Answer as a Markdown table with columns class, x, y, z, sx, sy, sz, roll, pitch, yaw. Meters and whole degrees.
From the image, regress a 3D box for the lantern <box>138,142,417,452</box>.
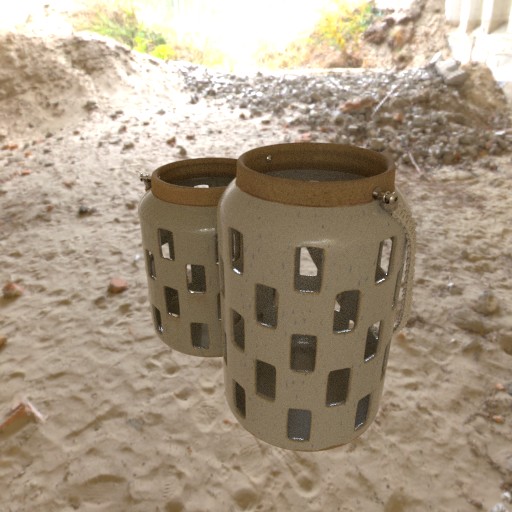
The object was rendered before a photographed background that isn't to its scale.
| class | x | y | z | sx | sy | sz | roll | pitch | yaw |
| --- | --- | --- | --- | --- | --- | --- | --- | --- | --- |
| lantern | 0.000 | 0.000 | 0.489 | 0.184 | 0.255 | 0.347 | -19 | 32 | -33 |
